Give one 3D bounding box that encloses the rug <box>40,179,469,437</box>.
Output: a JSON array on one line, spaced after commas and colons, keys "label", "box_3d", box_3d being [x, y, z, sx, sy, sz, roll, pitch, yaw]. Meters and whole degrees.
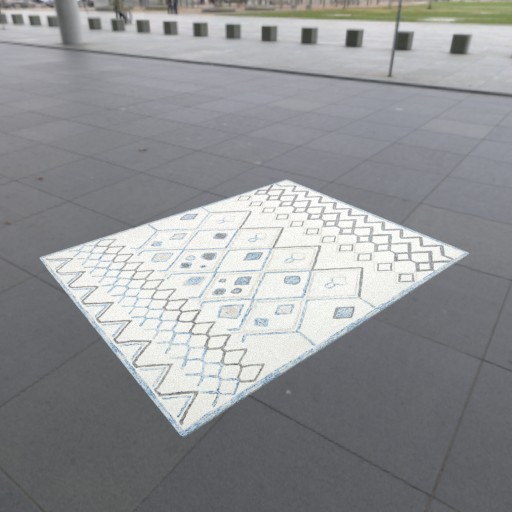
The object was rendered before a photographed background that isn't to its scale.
[{"label": "rug", "box_3d": [0.000, 0.000, 4.017, 3.056, 0.013, 2.441, -23, 38, -33]}]
